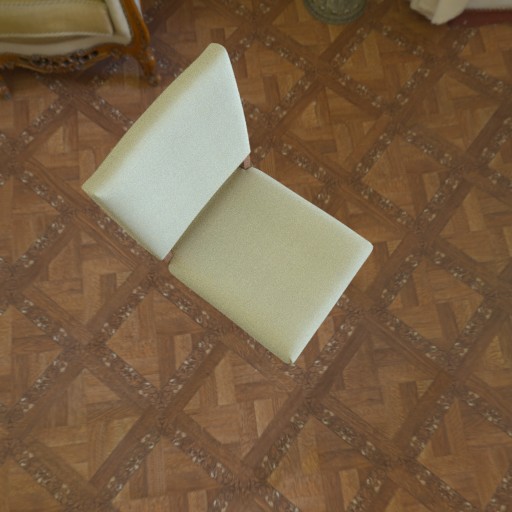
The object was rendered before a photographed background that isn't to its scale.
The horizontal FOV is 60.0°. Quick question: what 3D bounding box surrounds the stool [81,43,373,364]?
[{"bbox_3d":[0.000,0.000,1.449,0.584,1.168,0.445,36,78,9],"label":"stool"}]
